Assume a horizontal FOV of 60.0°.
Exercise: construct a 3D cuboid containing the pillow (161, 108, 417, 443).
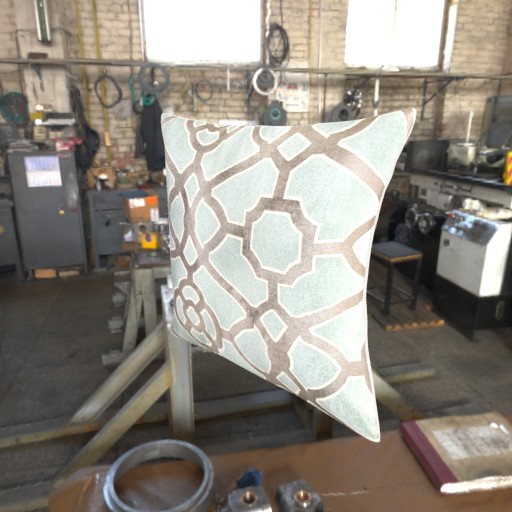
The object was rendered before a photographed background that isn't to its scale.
[{"bbox_3d":[0.000,0.000,0.814,0.552,0.508,0.166,16,23,41],"label":"pillow"}]
